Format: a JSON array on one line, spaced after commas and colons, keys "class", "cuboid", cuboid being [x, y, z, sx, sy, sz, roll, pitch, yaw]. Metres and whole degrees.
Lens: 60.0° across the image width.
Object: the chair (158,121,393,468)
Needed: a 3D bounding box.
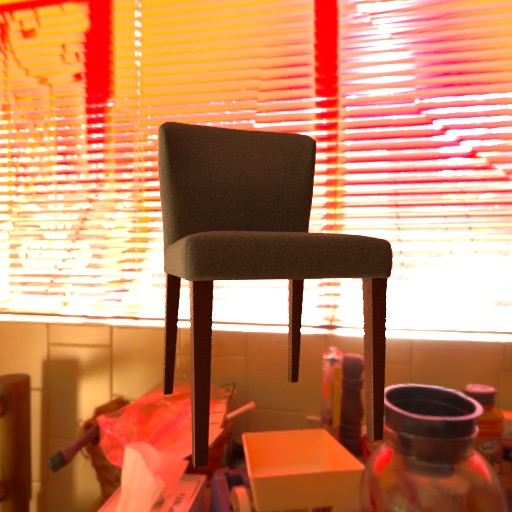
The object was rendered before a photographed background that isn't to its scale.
[{"class": "chair", "cuboid": [0.000, 0.000, 1.199, 0.491, 0.839, 0.592, 0, 0, -18]}]
